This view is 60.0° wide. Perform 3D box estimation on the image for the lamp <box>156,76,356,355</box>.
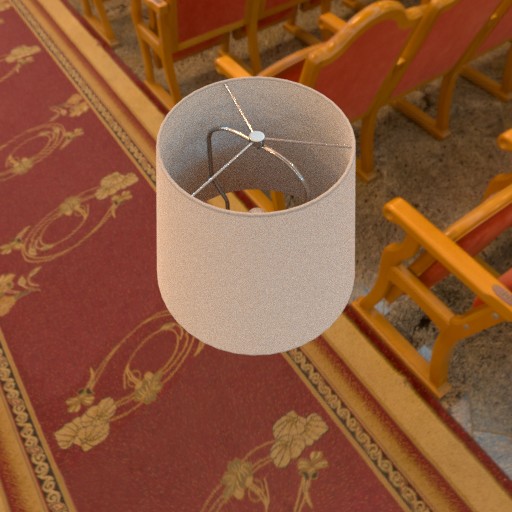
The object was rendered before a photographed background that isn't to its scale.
[{"bbox_3d":[0.000,0.000,0.564,0.254,0.392,0.254,0,57,0],"label":"lamp"}]
